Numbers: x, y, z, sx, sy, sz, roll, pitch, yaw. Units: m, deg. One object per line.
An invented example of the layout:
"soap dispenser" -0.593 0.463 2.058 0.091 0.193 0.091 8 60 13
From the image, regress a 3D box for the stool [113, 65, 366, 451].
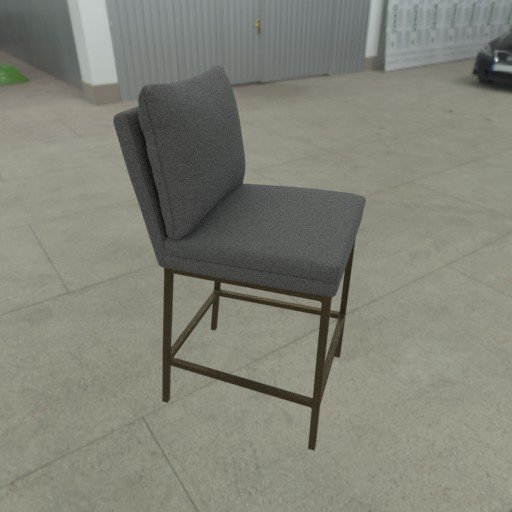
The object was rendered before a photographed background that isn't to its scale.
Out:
"stool" 0.000 0.000 1.347 0.569 1.030 0.463 10 32 17
